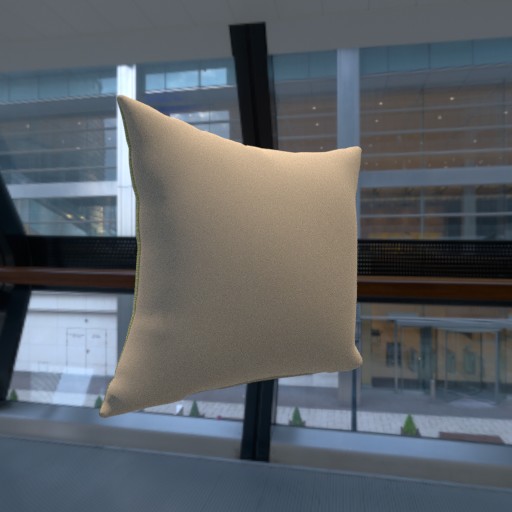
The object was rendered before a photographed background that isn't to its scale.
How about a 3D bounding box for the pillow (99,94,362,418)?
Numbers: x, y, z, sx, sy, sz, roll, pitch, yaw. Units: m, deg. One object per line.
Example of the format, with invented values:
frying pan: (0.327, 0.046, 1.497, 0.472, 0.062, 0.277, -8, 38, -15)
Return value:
pillow: (0.000, 0.000, 0.813, 0.560, 0.487, 0.229, 0, -1, -35)
